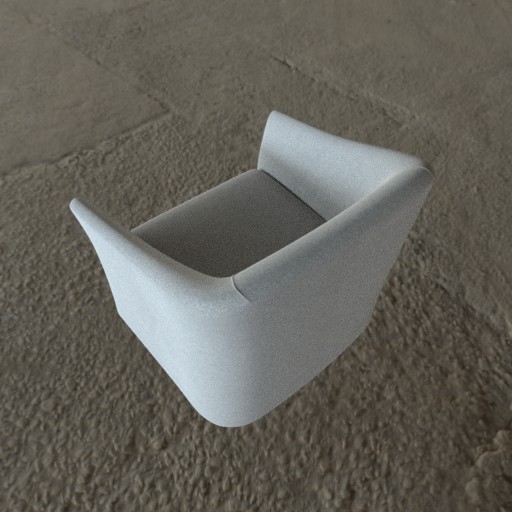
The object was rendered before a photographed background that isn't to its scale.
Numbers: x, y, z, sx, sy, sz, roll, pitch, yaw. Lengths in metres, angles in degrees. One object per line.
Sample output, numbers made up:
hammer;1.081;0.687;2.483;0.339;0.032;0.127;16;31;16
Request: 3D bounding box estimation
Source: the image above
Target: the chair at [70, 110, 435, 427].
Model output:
chair;0.000;0.000;1.375;0.790;0.720;0.700;-32;54;-26
